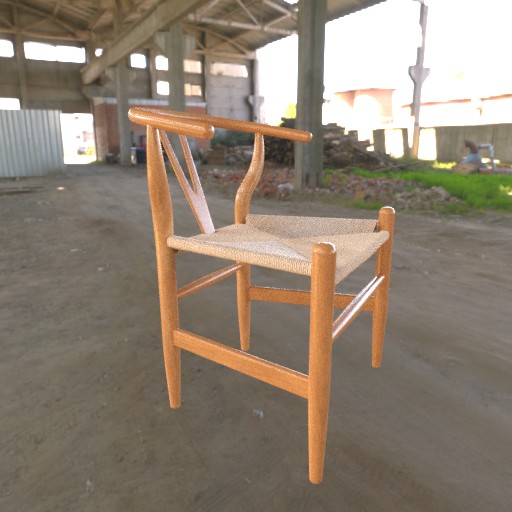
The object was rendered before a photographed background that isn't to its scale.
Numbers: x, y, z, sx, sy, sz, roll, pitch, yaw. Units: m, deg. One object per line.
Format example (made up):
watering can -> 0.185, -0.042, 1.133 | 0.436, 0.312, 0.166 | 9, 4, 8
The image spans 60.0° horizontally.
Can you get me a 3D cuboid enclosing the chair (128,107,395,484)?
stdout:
chair -> 0.000, 0.000, 1.131 | 0.579, 0.730, 0.569 | 7, 15, 27
